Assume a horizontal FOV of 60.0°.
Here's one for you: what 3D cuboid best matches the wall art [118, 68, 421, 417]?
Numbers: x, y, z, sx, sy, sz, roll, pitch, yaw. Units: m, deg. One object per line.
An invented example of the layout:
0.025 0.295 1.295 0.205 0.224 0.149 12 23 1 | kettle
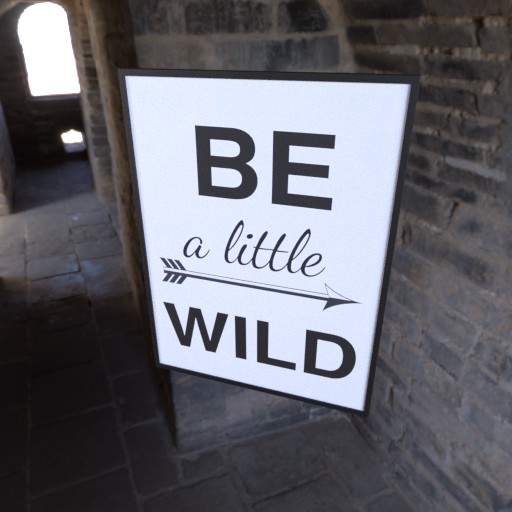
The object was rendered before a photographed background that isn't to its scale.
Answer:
0.000 0.000 1.378 0.806 1.062 0.038 8 28 17 | wall art
